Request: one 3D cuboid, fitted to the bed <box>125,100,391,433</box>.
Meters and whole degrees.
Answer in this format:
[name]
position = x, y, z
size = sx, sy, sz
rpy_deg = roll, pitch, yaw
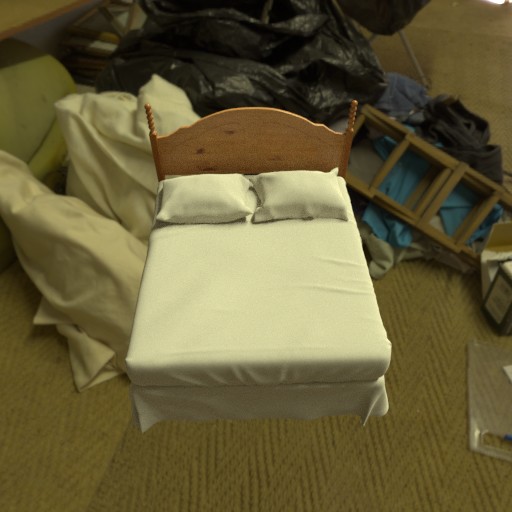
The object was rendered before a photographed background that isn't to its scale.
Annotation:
[bed]
position = 0.000, 0.000, 3.241
size = 1.873, 1.356, 2.040
rpy_deg = -1, 47, -1
